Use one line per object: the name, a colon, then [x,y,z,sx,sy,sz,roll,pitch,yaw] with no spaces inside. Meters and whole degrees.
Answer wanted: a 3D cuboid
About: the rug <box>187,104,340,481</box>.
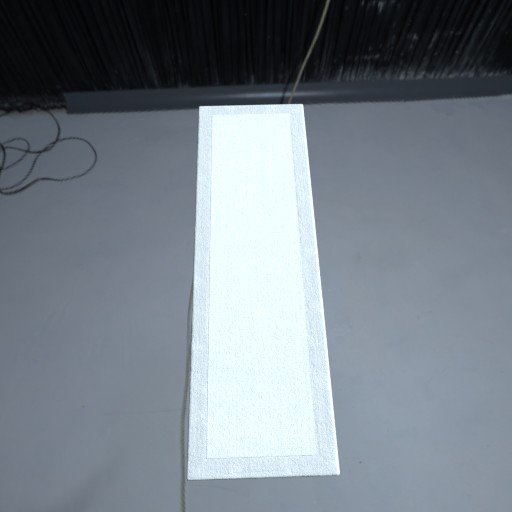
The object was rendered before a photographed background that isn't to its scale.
rug: [0.000,0.000,2.710,0.759,0.012,2.430,-2,65,-1]
